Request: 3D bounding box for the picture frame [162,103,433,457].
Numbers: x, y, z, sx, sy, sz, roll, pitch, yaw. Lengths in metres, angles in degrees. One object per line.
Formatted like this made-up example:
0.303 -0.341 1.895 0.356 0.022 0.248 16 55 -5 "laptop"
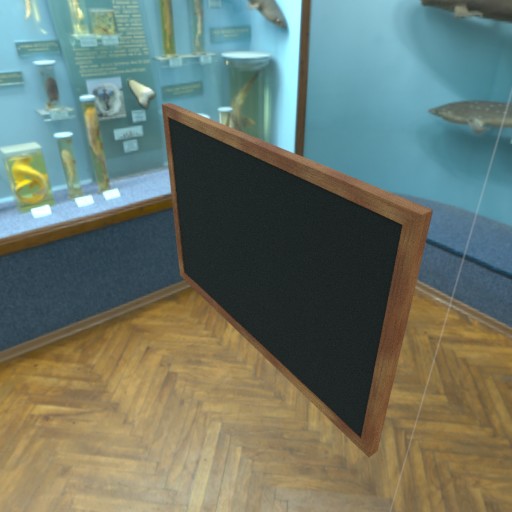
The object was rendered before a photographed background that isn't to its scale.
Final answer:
0.000 0.000 1.217 0.029 0.640 0.950 -21 37 -30 "picture frame"
